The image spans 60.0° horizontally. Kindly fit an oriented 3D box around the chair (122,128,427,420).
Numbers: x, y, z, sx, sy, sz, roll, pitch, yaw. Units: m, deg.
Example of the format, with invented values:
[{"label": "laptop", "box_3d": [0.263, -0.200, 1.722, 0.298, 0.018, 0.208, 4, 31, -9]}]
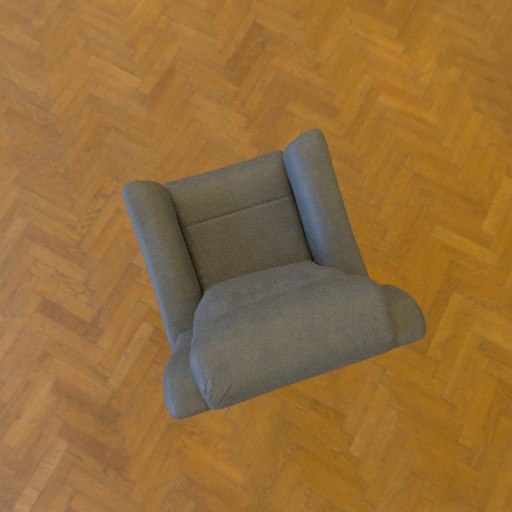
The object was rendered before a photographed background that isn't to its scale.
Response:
[{"label": "chair", "box_3d": [0.000, 0.000, 1.937, 0.967, 1.116, 1.068, -17, 77, -4]}]
